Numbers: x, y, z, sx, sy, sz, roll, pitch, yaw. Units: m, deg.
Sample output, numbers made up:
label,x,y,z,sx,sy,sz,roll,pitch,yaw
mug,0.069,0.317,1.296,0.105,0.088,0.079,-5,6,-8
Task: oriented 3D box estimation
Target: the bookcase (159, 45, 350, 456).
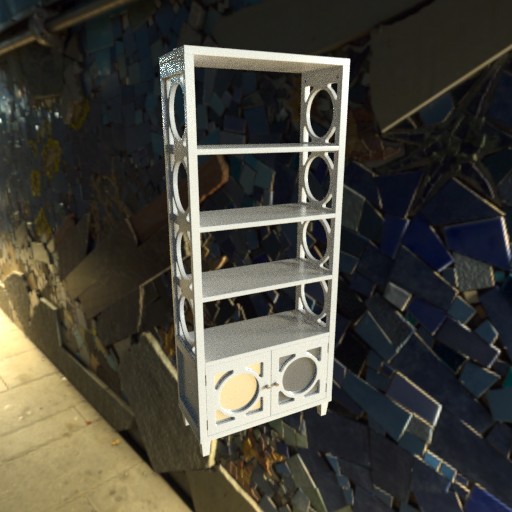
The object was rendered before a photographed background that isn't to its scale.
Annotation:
label,x,y,z,sx,sy,sz,roll,pitch,yaw
bookcase,0.000,0.000,2.169,0.761,1.869,0.361,-8,18,-26
